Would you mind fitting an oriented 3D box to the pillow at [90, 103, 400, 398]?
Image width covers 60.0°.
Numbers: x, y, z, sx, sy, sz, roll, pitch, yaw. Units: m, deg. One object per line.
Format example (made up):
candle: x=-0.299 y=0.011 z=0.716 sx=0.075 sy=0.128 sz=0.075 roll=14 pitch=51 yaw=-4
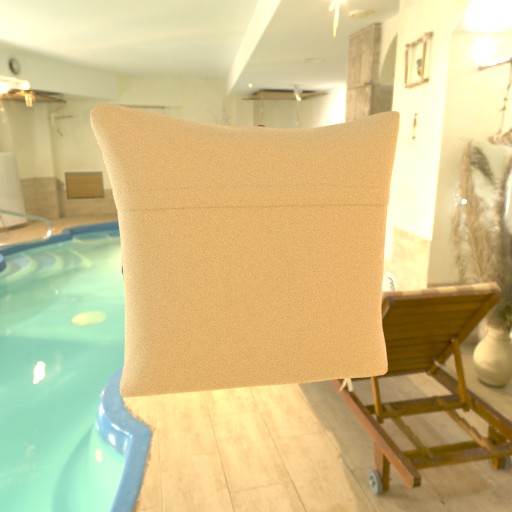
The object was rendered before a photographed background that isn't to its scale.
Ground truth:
pillow: x=0.000 y=0.000 z=0.730 sx=0.484 sy=0.470 sz=0.192 roll=-2 pitch=14 yaw=-8
